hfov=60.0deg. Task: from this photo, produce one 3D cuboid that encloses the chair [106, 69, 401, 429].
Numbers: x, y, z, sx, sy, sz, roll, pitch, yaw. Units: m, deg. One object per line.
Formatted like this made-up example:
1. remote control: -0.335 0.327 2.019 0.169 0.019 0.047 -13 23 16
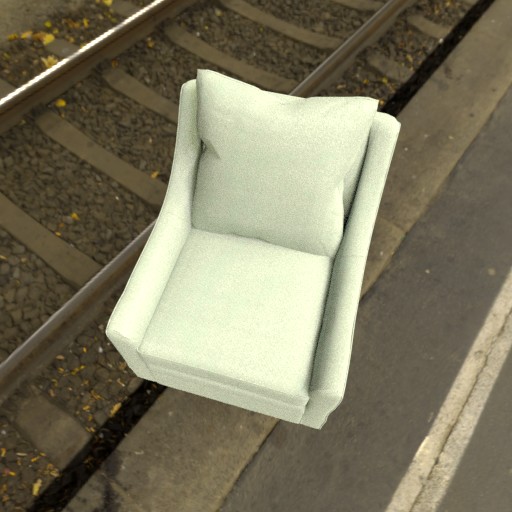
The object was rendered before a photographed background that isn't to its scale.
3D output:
1. chair: 0.000 0.000 1.584 0.760 0.926 0.870 13 60 8
